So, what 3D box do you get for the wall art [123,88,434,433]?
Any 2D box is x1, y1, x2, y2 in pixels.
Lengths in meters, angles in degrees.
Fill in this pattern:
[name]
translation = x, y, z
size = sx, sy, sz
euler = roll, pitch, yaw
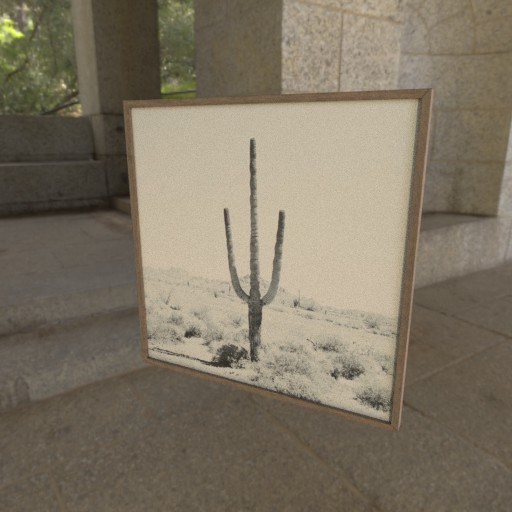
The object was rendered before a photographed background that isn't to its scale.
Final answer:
[wall art]
translation = 0.000, 0.000, 1.120
size = 0.762, 0.762, 0.038
euler = 8, 17, 25
